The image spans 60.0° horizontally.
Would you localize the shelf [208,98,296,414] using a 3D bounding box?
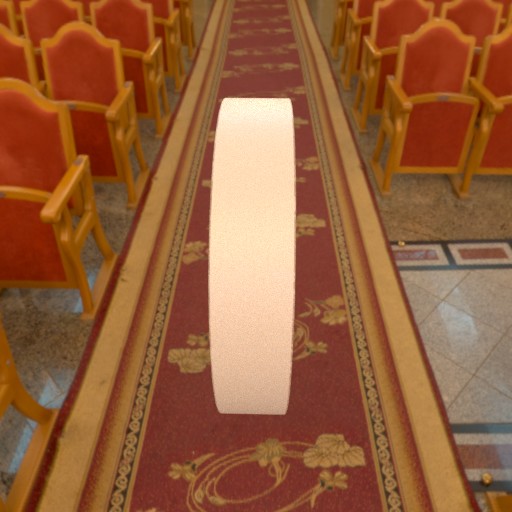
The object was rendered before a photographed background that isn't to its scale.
[{"bbox_3d":[0.000,0.000,1.202,0.158,0.807,0.806,1,40,1],"label":"shelf"}]
